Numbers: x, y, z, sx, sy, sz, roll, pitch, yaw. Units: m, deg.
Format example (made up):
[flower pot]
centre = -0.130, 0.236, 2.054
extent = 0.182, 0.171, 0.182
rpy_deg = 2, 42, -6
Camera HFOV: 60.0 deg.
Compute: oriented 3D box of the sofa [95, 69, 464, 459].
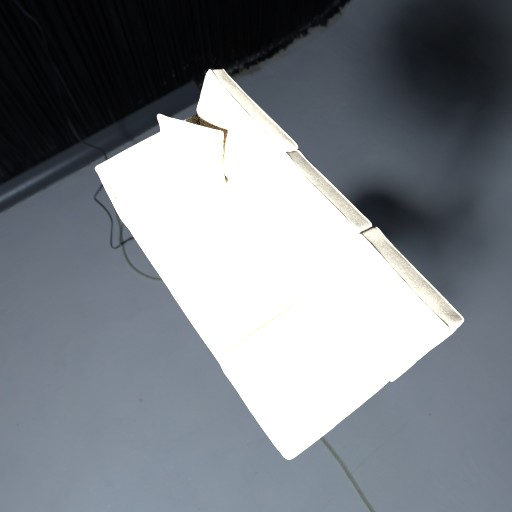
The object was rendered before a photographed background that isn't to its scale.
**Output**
[sofa]
centre = 0.000, 0.000, 2.567
extent = 1.034, 0.946, 1.962
rpy_deg = -33, 68, -15
